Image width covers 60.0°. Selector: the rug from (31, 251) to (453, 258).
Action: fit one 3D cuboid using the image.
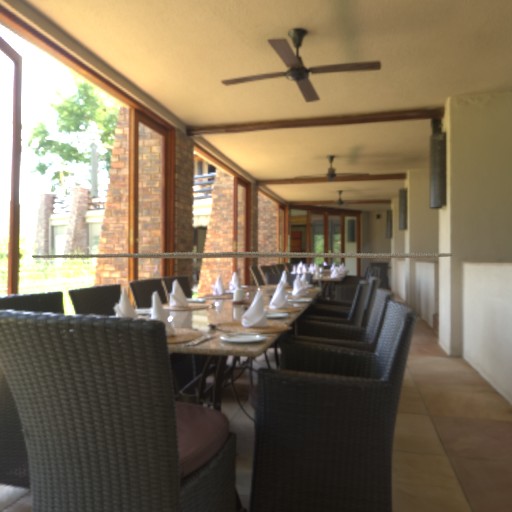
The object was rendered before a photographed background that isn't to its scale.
[{"bbox_3d":[0.000,0.000,3.817,2.869,0.038,2.032,0,-1,16],"label":"rug"}]
